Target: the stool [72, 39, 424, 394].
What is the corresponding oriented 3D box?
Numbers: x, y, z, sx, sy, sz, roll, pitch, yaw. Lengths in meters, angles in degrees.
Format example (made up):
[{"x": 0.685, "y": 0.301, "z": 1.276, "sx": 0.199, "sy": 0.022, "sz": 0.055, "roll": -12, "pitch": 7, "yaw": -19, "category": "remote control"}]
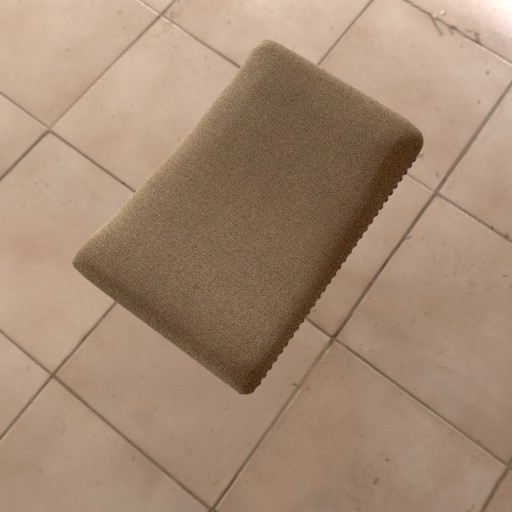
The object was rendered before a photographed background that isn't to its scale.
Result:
[{"x": 0.000, "y": 0.000, "z": 1.027, "sx": 0.363, "sy": 0.768, "sz": 0.509, "roll": 35, "pitch": 78, "yaw": 8, "category": "stool"}]
